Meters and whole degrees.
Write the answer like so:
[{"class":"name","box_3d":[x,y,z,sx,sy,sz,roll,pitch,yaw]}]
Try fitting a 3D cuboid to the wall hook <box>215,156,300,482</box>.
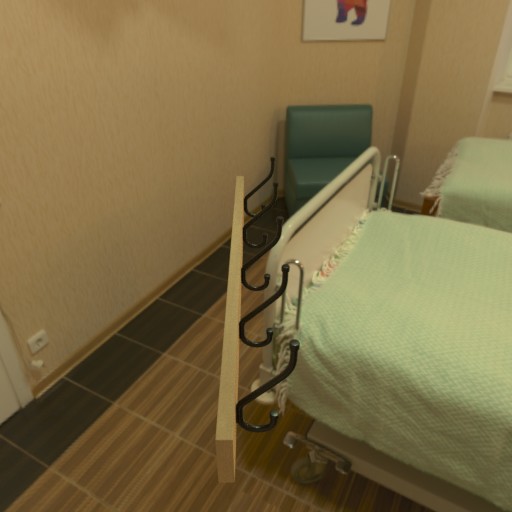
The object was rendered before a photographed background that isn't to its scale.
[{"class":"wall hook","box_3d":[0.000,0.000,0.603,0.071,0.117,0.571,0,32,0]}]
